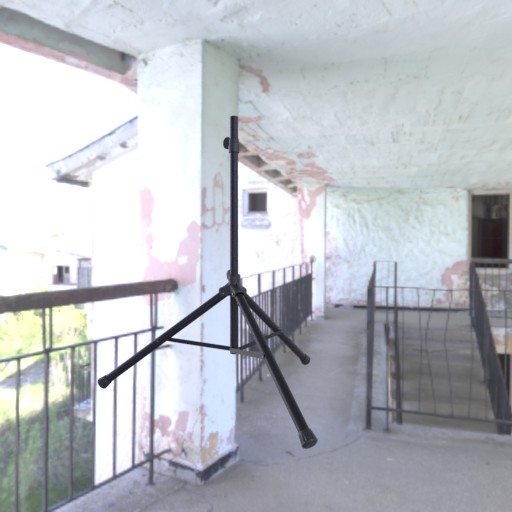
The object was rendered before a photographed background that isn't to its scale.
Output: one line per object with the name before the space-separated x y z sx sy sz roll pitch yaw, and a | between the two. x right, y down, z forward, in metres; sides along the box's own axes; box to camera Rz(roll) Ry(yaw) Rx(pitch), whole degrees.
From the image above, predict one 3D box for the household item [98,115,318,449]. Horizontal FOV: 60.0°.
household item | 0.000 0.000 1.936 1.045 1.136 0.907 1 1 37
